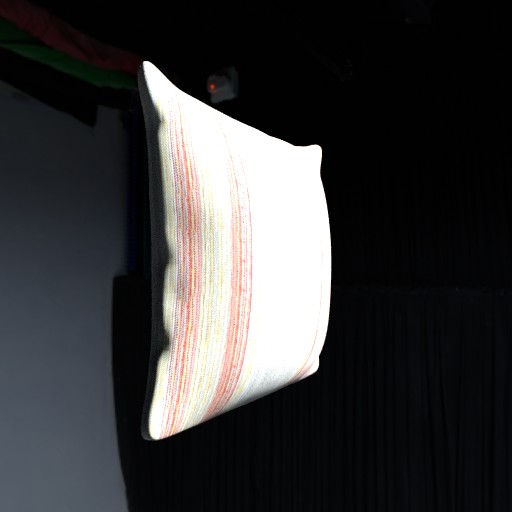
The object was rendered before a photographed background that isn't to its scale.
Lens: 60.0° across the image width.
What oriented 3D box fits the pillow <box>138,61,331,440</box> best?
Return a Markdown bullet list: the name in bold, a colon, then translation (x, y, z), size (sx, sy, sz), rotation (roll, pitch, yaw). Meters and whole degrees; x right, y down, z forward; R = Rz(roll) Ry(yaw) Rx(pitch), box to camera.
- **pillow**: translation (0.000, 0.000, 0.691), size (0.191, 0.449, 0.451), rotation (-1, -1, 35)
